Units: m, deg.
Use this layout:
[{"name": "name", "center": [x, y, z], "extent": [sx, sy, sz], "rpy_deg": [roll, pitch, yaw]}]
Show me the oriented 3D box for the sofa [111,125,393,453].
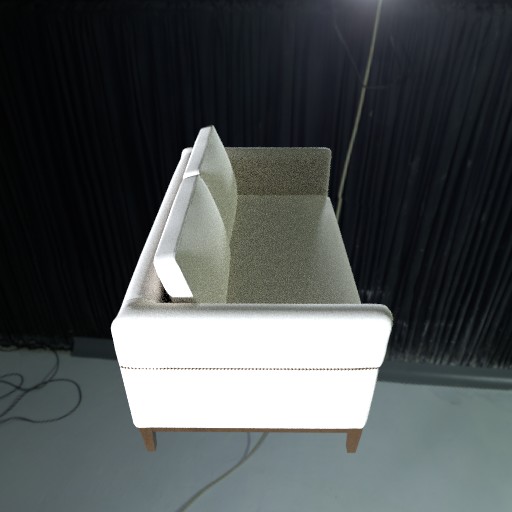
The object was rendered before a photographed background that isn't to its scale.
[{"name": "sofa", "center": [0.000, 0.000, 2.161], "extent": [0.905, 0.873, 1.598], "rpy_deg": [0, 34, 0]}]
